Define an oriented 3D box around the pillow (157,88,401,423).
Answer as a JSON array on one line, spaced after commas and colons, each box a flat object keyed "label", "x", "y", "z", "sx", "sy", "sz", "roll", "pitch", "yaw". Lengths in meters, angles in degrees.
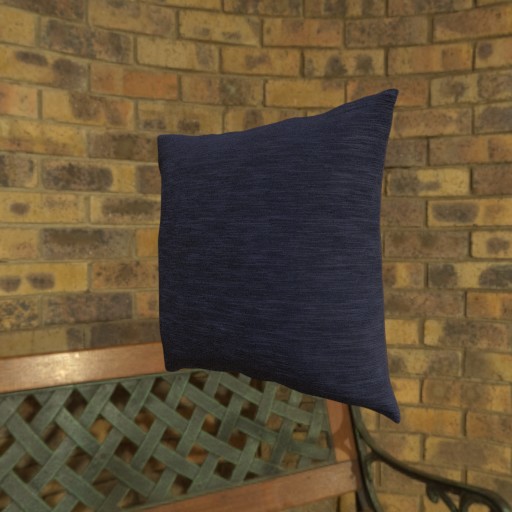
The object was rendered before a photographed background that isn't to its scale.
[{"label": "pillow", "x": 0.000, "y": 0.000, "z": 0.692, "sx": 0.452, "sy": 0.439, "sz": 0.204, "roll": 1, "pitch": 2, "yaw": 37}]
